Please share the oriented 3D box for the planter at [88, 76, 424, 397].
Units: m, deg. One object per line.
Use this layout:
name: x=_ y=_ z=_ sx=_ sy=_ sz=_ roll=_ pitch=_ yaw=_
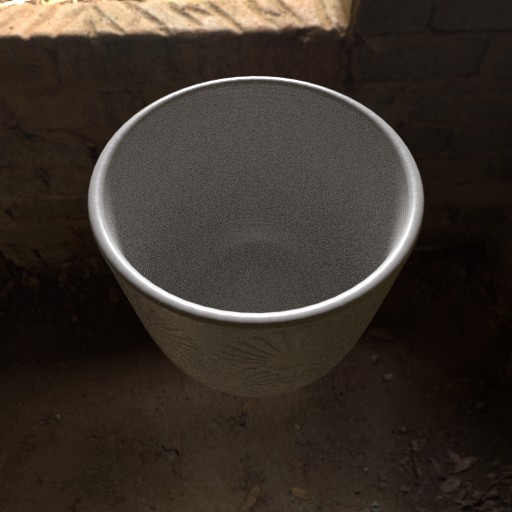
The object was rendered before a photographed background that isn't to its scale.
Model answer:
planter: x=0.000 y=0.000 z=0.210 sx=0.124 sy=0.109 sz=0.124 roll=0 pitch=56 yaw=0
